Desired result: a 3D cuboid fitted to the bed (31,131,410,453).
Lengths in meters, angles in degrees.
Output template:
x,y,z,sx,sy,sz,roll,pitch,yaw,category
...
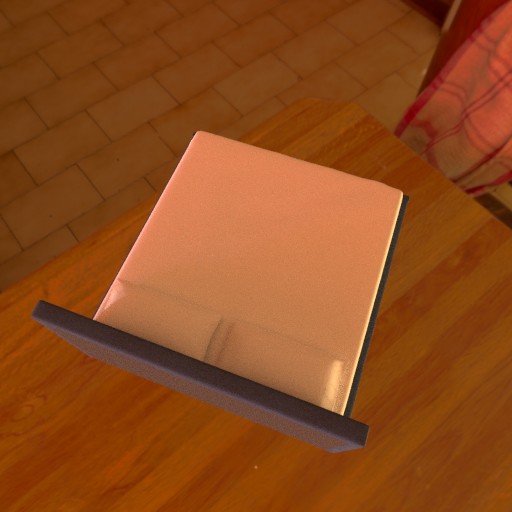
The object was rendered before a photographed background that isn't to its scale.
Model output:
x,y,z,sx,sy,sz,roll,pitch,yaw,category
0.000,0.000,3.481,2.096,1.231,2.232,19,66,9,bed
